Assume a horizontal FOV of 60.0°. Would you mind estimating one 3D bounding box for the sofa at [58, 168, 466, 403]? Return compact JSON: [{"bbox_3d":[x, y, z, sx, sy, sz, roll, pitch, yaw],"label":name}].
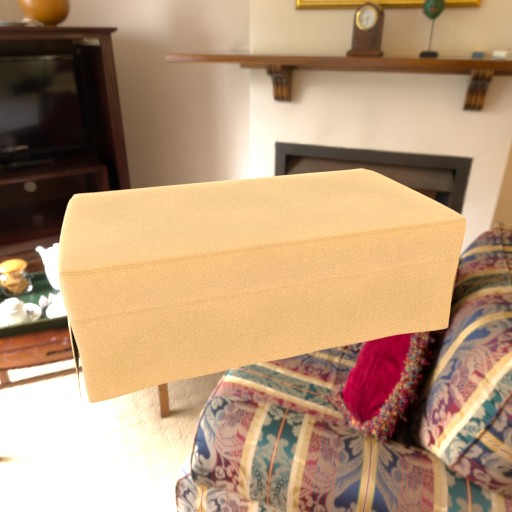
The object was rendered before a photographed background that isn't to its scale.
[{"bbox_3d":[0.000,0.000,2.118,1.677,0.552,0.939,-8,27,-16],"label":"sofa"}]
